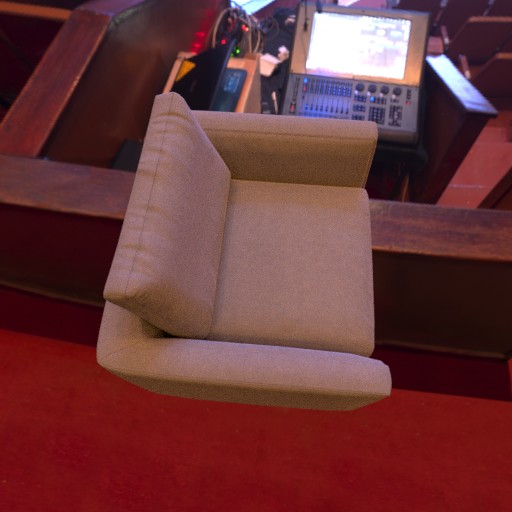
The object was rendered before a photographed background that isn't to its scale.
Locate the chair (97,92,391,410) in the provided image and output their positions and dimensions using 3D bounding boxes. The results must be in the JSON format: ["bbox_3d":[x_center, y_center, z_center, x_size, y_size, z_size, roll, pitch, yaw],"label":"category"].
[{"bbox_3d":[0.000,0.000,1.655,0.889,0.864,1.041,4,63,2],"label":"chair"}]
